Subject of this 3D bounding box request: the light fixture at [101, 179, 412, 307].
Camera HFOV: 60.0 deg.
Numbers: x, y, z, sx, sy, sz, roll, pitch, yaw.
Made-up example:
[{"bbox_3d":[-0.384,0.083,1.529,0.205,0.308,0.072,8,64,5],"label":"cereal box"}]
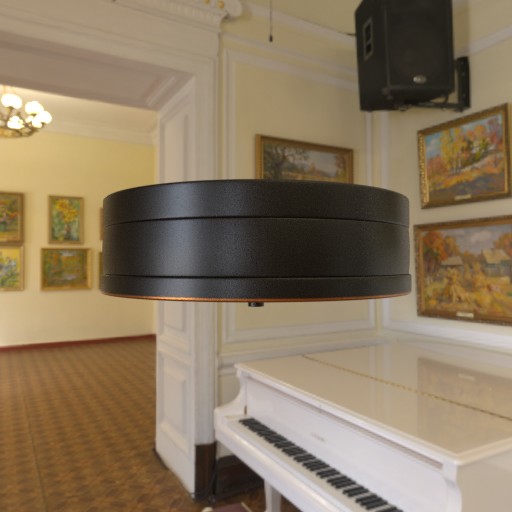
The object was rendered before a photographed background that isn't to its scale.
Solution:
[{"bbox_3d":[0.000,0.000,0.428,0.283,0.097,0.283,0,-1,0],"label":"light fixture"}]
